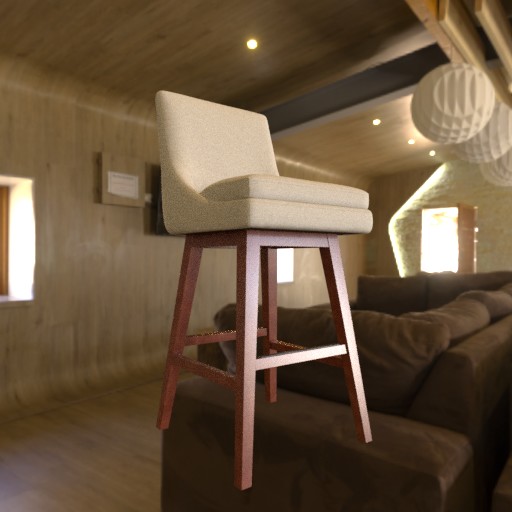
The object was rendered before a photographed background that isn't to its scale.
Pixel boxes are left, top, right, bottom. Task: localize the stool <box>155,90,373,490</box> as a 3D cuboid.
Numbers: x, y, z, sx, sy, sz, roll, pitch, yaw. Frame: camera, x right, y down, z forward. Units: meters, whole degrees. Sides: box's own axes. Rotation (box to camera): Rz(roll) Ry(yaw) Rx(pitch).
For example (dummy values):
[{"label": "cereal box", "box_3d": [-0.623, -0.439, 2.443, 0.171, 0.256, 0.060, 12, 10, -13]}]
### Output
[{"label": "stool", "box_3d": [0.000, 0.000, 1.378, 0.470, 1.092, 0.559, 0, 0, -37]}]
